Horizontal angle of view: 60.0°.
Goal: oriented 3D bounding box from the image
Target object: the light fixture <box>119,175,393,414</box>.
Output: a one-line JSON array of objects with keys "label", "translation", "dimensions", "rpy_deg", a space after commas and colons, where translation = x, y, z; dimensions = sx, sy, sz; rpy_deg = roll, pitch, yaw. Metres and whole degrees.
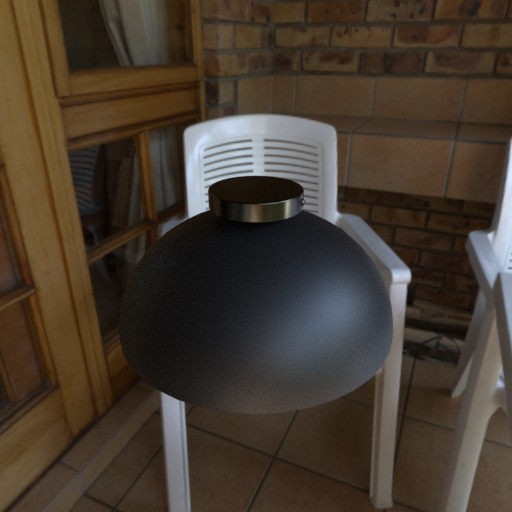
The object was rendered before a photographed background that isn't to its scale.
[{"label": "light fixture", "translation": [0.000, 0.000, 0.560], "dimensions": [0.355, 0.177, 0.355], "rpy_deg": [0, 26, 0]}]
